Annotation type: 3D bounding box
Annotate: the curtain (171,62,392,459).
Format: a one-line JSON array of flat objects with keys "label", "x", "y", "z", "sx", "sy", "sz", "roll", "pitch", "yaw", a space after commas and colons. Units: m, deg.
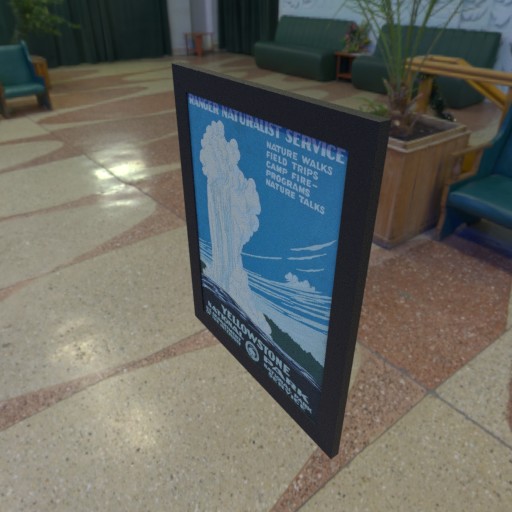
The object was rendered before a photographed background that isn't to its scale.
[{"label": "curtain", "x": 0.000, "y": 0.000, "z": 0.793, "sx": 0.027, "sy": 0.585, "sz": 0.483, "roll": -21, "pitch": 38, "yaw": -30}]
